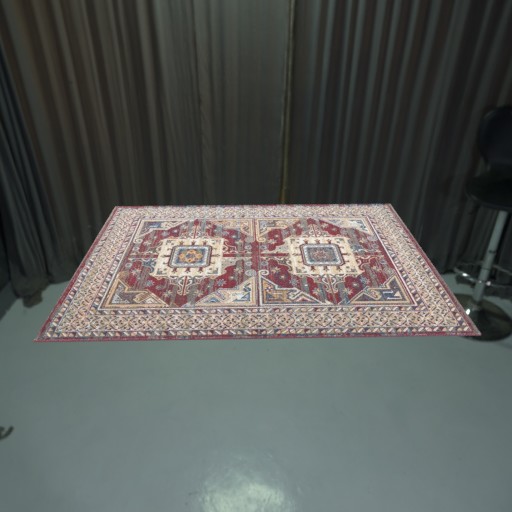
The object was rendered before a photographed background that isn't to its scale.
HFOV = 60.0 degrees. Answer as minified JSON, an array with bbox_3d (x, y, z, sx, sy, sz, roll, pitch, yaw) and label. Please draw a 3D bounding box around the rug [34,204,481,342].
[{"bbox_3d":[0.000,0.000,2.875,2.210,0.011,1.599,-1,30,-1],"label":"rug"}]
